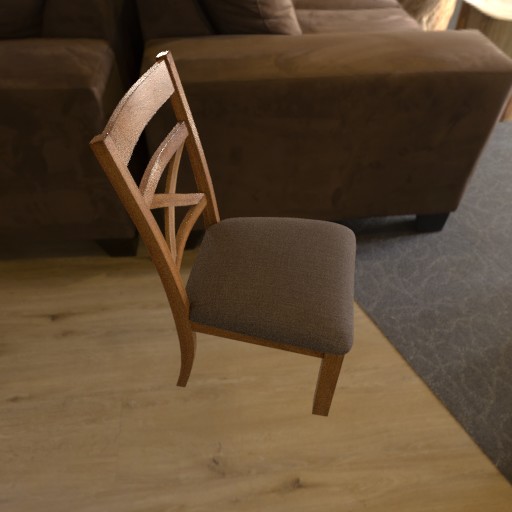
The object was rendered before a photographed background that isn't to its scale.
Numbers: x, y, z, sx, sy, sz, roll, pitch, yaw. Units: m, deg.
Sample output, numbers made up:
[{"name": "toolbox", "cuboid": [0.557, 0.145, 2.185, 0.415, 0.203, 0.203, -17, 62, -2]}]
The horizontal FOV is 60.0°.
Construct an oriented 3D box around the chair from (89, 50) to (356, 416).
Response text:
[{"name": "chair", "cuboid": [0.000, 0.000, 1.260, 0.581, 0.949, 0.470, 7, 47, 7]}]
